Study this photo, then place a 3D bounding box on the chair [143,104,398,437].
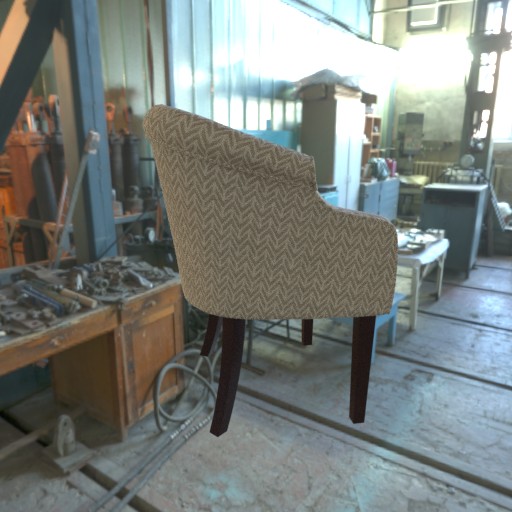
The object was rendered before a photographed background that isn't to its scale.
[{"bbox_3d":[0.000,0.000,1.336,0.613,0.858,0.686,-3,15,-10],"label":"chair"}]
